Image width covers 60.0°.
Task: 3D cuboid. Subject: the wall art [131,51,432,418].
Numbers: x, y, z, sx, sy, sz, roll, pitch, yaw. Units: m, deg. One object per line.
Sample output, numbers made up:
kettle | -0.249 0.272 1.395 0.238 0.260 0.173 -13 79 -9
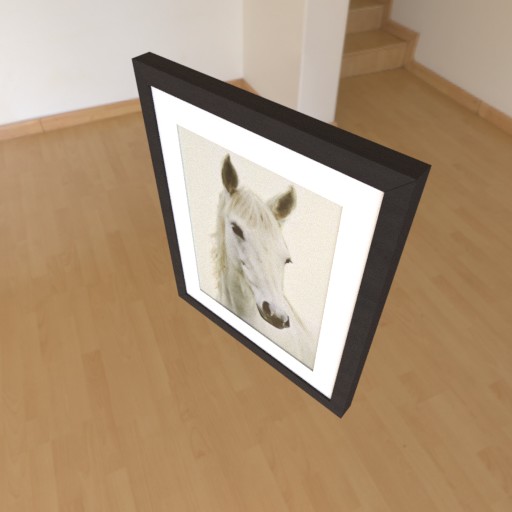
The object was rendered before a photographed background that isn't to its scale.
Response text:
wall art | 0.000 0.000 0.754 0.455 0.552 0.034 32 54 27
